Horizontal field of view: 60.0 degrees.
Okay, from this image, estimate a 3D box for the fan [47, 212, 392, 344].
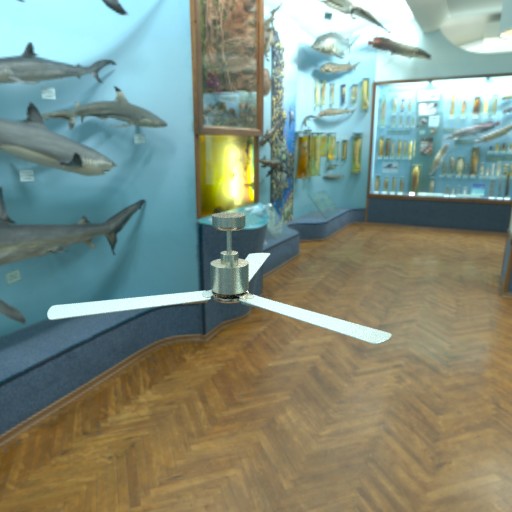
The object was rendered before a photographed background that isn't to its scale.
[{"bbox_3d":[0.000,0.000,2.354,1.531,0.446,1.561,8,16,27],"label":"fan"}]
